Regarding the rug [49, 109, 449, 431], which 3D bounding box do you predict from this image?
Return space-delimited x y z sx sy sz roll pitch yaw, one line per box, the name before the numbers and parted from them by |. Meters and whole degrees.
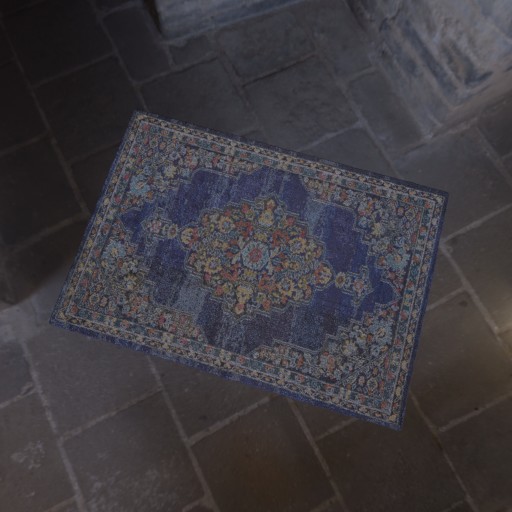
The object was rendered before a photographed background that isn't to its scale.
rug | 0.000 0.000 3.747 2.940 0.011 2.053 16 77 4
